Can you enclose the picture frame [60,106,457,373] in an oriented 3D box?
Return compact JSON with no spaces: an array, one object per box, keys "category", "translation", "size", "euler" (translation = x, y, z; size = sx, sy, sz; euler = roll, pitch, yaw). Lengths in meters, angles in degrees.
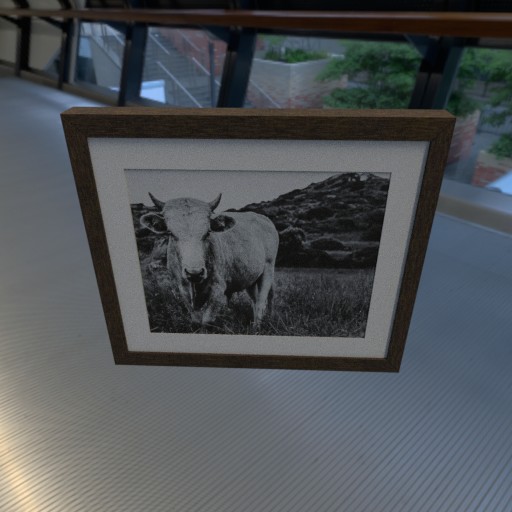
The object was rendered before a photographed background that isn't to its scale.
[{"category":"picture frame","translation":[0.000,0.000,0.521],"size":[0.378,0.330,0.033],"euler":[1,31,2]}]
